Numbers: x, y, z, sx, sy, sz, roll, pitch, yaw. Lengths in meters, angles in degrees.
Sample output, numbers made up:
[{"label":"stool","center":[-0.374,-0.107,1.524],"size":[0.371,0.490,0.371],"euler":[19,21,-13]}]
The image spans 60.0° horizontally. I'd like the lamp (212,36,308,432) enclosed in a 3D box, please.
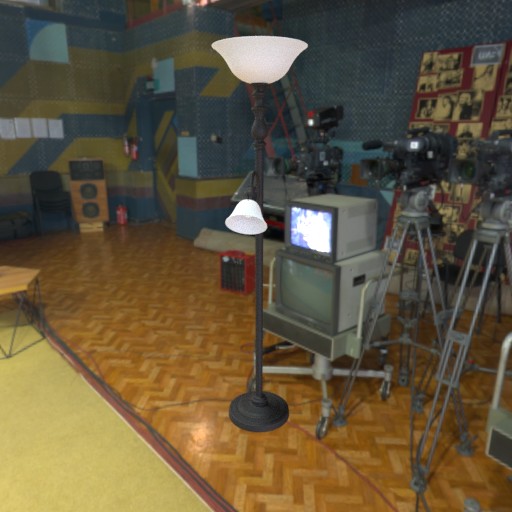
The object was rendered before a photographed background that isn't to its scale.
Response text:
[{"label":"lamp","center":[0.000,0.000,2.028],"size":[0.405,1.793,0.588],"euler":[3,16,9]}]
